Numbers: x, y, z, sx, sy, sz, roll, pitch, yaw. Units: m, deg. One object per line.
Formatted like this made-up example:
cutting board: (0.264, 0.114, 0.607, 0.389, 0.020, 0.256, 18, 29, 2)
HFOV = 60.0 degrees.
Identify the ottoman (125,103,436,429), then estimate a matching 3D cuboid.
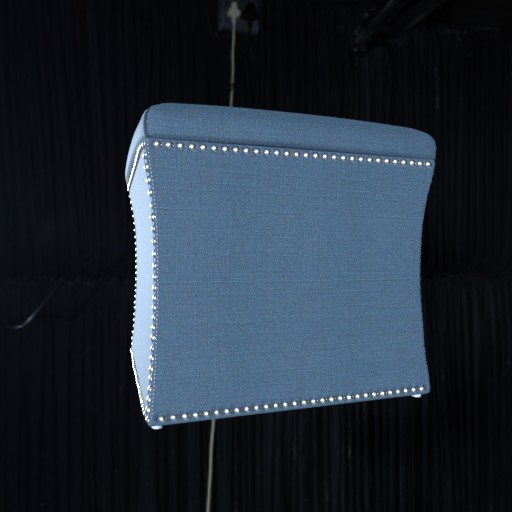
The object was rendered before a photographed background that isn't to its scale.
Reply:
ottoman: (0.000, 0.000, 0.893, 0.497, 0.475, 0.507, 0, 1, -18)
